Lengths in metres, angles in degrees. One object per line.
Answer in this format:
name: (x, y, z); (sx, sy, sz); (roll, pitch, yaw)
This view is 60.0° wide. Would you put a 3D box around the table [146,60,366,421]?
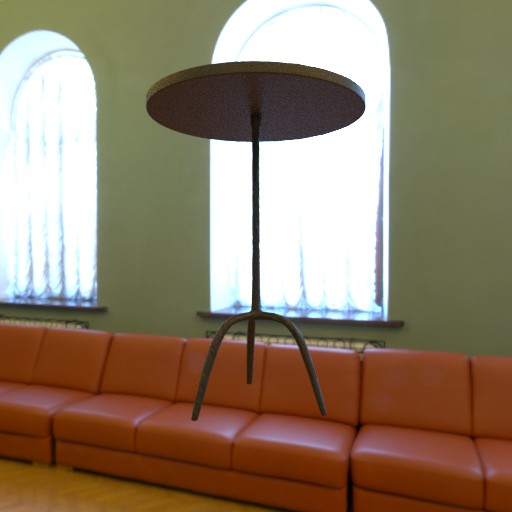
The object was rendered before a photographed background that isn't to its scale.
table: (0.000, 0.000, 1.043); (0.502, 0.700, 0.502); (0, 0, 18)
